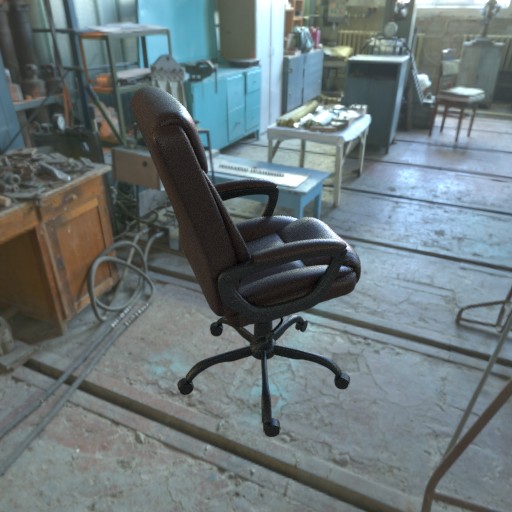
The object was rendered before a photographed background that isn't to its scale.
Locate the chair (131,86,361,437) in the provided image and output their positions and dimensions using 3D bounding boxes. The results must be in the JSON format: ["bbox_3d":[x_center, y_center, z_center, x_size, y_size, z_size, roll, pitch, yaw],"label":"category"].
[{"bbox_3d":[0.000,0.000,1.496,0.655,1.072,0.615,-10,31,-17],"label":"chair"}]
